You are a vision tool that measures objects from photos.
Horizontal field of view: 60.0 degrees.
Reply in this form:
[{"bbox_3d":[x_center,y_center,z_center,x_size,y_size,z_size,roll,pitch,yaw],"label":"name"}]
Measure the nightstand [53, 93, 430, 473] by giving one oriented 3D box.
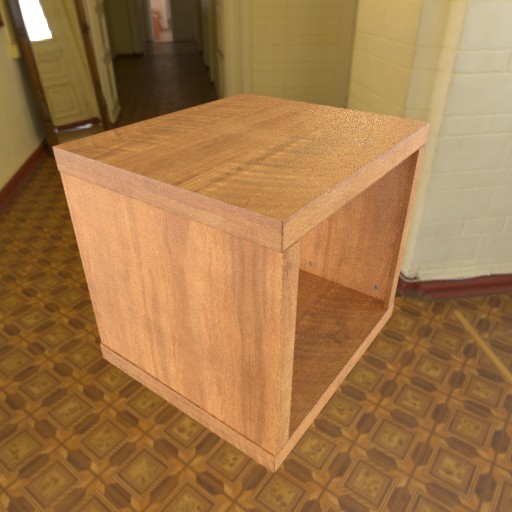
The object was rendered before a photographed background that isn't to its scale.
[{"bbox_3d":[0.000,0.000,0.882,0.436,0.491,0.493,21,37,30],"label":"nightstand"}]
